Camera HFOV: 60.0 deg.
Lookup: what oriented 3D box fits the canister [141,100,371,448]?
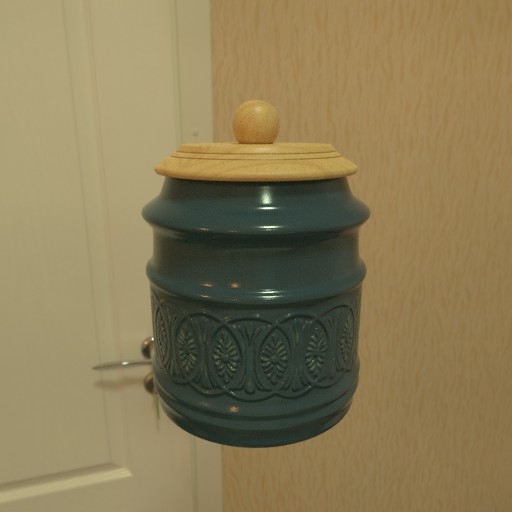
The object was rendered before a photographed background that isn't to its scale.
[{"bbox_3d":[0.000,0.000,0.266,0.130,0.176,0.130,0,15,0],"label":"canister"}]
